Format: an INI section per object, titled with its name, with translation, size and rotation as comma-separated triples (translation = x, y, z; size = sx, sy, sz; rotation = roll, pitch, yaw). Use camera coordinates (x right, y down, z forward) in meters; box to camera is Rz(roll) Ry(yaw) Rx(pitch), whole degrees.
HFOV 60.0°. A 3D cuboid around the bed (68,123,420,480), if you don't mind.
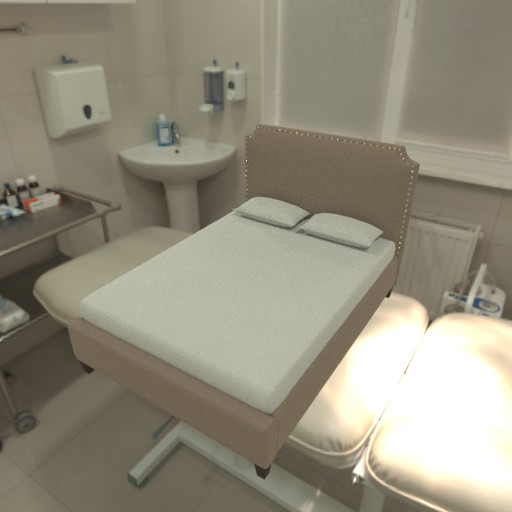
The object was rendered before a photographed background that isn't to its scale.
[bed]
translation = 0.000, 0.000, 3.483
size = 1.713, 1.443, 2.372
rotation = 18, 34, 28
